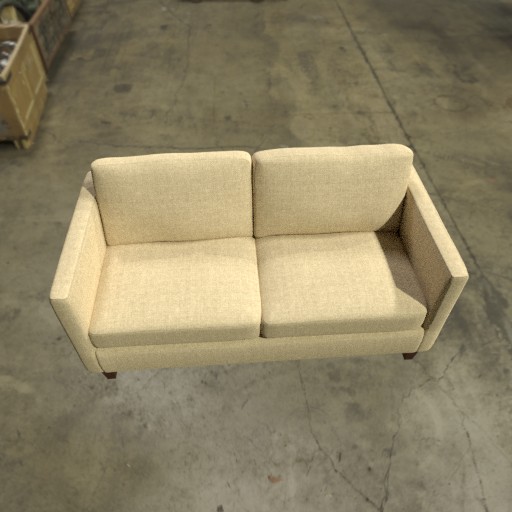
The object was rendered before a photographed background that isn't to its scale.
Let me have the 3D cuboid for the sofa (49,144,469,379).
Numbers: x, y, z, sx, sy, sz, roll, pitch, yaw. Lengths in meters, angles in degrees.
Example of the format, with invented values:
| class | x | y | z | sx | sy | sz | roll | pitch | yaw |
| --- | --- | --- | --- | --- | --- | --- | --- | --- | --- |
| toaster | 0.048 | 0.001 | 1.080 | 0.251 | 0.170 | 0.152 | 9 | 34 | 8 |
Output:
| class | x | y | z | sx | sy | sz | roll | pitch | yaw |
| --- | --- | --- | --- | --- | --- | --- | --- | --- | --- |
| sofa | 0.000 | 0.000 | 2.433 | 1.884 | 0.963 | 0.950 | -3 | 47 | -3 |
